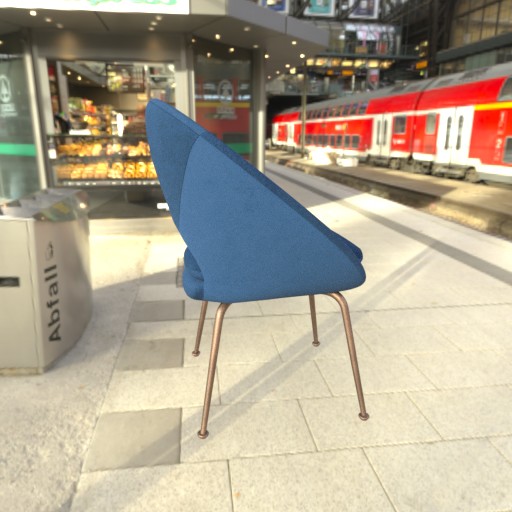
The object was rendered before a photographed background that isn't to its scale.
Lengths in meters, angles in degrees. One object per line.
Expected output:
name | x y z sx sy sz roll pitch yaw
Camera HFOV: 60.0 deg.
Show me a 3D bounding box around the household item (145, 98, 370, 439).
household item | 0.000 0.000 1.283 0.573 0.852 0.623 -3 16 -9
